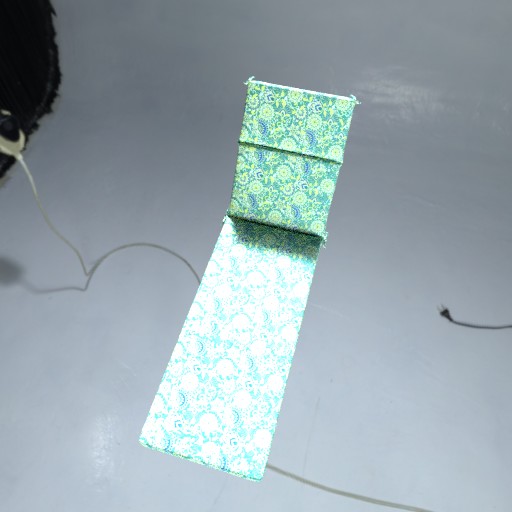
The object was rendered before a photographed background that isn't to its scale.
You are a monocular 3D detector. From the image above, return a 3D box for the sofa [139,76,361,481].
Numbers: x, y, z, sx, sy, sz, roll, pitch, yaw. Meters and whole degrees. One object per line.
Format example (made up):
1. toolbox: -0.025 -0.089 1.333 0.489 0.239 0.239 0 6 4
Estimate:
1. sofa: 0.000 0.000 1.949 0.582 0.622 1.663 14 59 8
